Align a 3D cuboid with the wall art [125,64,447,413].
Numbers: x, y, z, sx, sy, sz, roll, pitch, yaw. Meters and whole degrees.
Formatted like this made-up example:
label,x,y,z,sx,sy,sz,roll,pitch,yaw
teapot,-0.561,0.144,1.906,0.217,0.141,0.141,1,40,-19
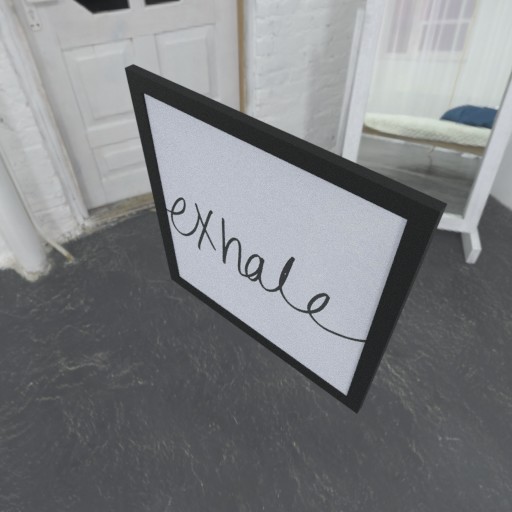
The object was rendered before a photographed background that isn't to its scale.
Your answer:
label,x,y,z,sx,sy,sz,roll,pitch,yaw
wall art,0.000,0.000,0.533,0.358,0.357,0.012,32,55,26
